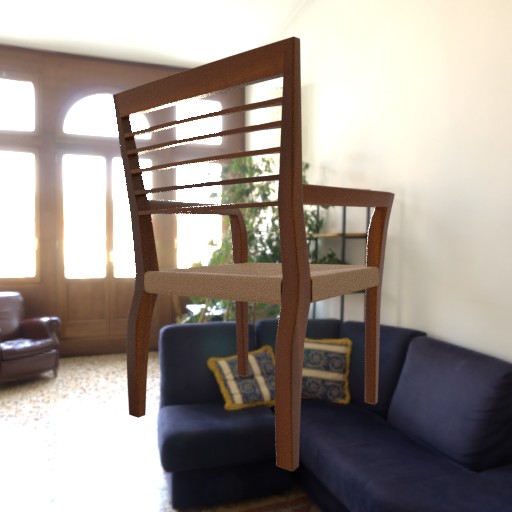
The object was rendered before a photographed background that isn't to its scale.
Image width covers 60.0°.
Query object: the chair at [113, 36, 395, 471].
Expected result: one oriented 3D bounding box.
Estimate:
[{"bbox_3d":[0.000,0.000,1.218,0.587,0.855,0.540,1,1,36],"label":"chair"}]
